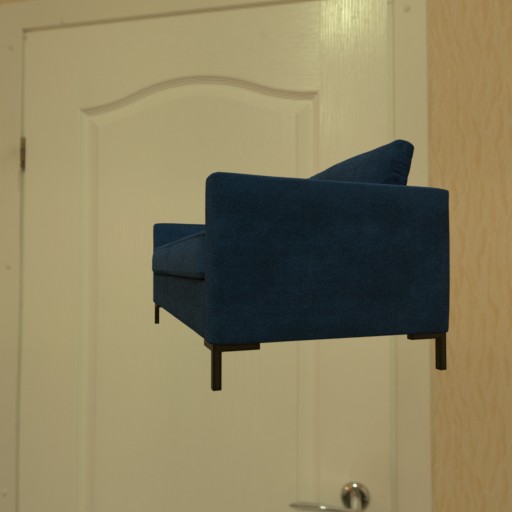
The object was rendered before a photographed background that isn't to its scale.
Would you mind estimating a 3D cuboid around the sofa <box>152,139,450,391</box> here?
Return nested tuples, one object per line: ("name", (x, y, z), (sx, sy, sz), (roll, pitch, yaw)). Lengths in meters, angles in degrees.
("sofa", (0.000, 0.000, 2.163), (0.875, 0.817, 1.676), (0, -2, -19))
